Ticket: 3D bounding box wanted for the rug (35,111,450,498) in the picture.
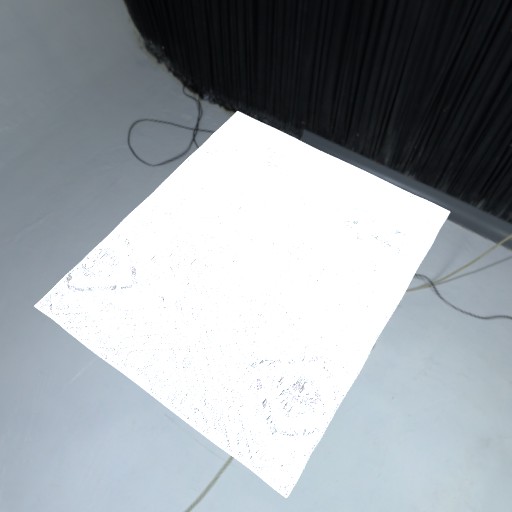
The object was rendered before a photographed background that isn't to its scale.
[{"bbox_3d":[0.000,0.000,0.867,0.548,0.006,0.639,30,63,17],"label":"rug"}]
